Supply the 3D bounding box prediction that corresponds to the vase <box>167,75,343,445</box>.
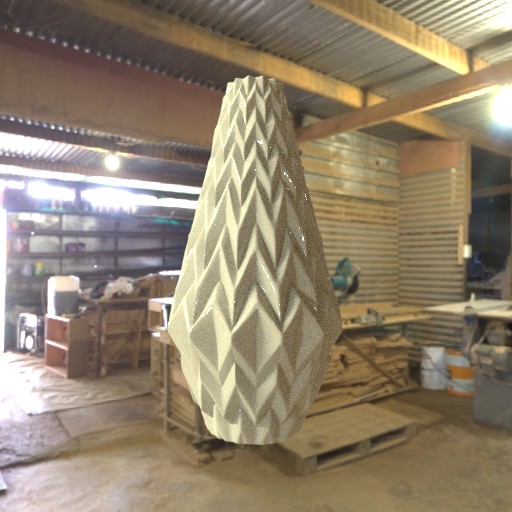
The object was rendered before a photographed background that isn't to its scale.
[{"bbox_3d":[0.000,0.000,0.429,0.167,0.328,0.167,0,-1,0],"label":"vase"}]
